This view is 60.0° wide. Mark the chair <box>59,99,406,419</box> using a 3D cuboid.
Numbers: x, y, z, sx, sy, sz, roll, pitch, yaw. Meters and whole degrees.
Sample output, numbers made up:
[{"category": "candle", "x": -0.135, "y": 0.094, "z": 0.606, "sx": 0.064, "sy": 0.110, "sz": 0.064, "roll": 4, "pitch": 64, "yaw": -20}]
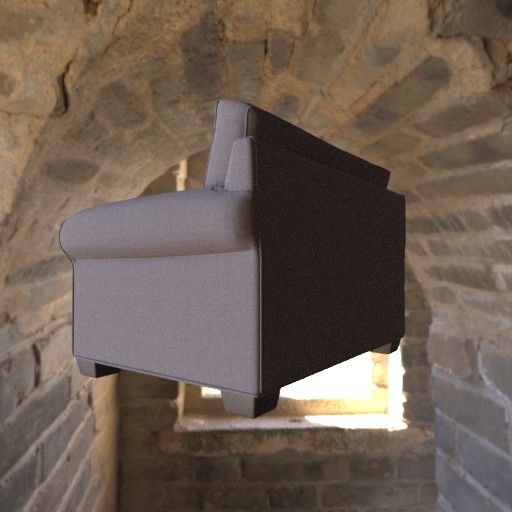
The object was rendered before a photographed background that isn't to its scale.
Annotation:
[{"category": "chair", "x": 0.000, "y": 0.000, "z": 1.970, "sx": 0.930, "sy": 0.930, "sz": 1.390, "roll": -1, "pitch": -1, "yaw": 36}]
